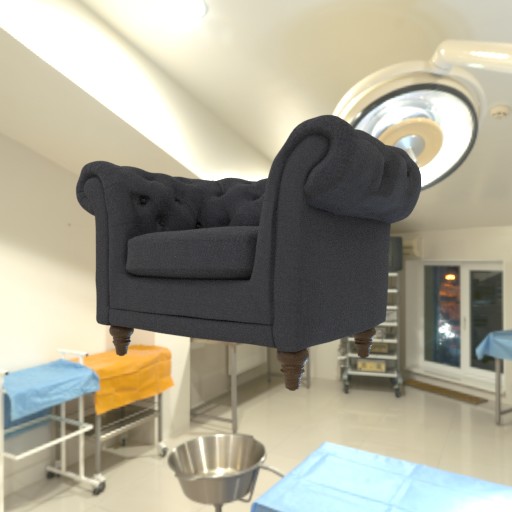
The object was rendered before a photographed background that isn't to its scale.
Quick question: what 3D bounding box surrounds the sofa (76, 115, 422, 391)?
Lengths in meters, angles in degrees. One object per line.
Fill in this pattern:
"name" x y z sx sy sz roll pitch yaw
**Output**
"sofa" 0.000 0.000 2.033 1.405 0.878 1.032 0 -1 36
